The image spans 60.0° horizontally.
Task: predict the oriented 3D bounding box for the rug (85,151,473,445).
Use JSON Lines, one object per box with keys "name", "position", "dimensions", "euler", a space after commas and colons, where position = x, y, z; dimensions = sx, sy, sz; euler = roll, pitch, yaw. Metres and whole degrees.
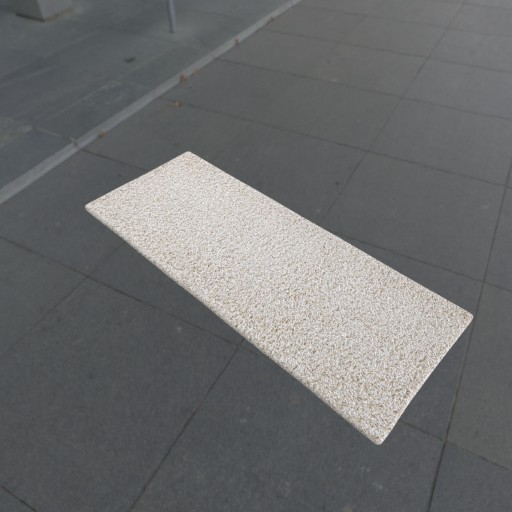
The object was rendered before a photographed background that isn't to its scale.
{"name": "rug", "position": [0.000, 0.000, 1.761], "dimensions": [1.524, 0.030, 0.609], "euler": [34, 55, 29]}
